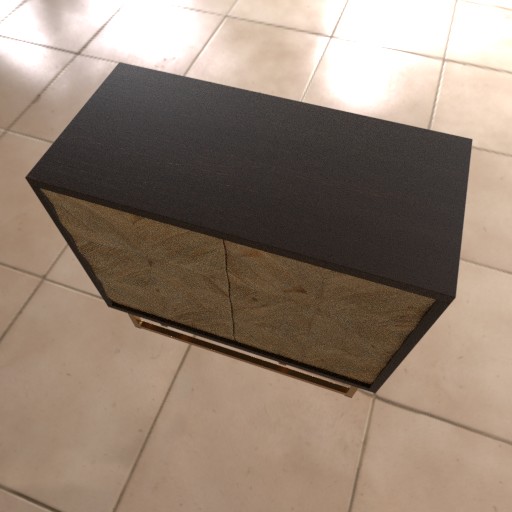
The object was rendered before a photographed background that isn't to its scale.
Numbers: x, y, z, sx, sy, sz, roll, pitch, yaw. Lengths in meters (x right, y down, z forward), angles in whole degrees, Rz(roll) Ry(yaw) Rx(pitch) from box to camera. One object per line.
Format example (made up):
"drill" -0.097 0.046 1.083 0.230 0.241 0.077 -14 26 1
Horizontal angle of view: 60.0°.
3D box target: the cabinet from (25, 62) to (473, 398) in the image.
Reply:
"cabinet" 0.000 0.000 1.397 0.950 0.860 0.451 16 59 10
